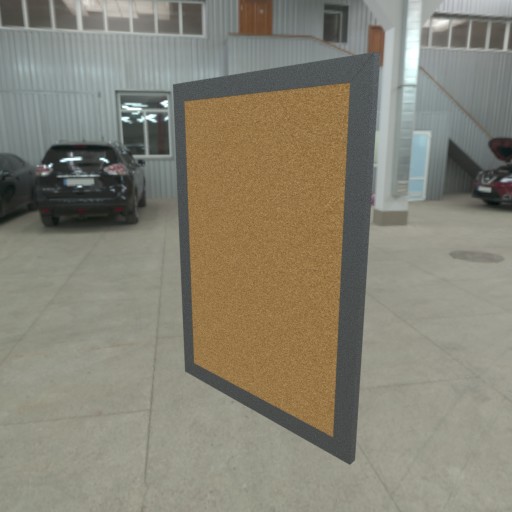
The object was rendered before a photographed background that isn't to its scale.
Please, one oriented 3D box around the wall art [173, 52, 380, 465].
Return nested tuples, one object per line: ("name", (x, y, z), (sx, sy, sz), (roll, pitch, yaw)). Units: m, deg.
("wall art", (0.000, 0.000, 0.688), (0.380, 0.534, 0.013), (13, 19, 43))
